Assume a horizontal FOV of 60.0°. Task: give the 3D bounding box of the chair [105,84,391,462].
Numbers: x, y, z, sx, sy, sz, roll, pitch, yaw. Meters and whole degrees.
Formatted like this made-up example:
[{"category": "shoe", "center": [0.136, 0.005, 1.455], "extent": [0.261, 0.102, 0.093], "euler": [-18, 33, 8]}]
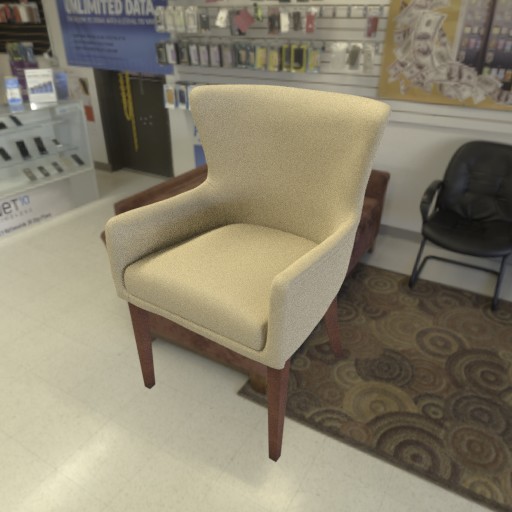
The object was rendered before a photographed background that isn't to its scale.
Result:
[{"category": "chair", "center": [0.000, 0.000, 1.421], "extent": [0.660, 0.952, 0.686], "euler": [18, 34, 29]}]
